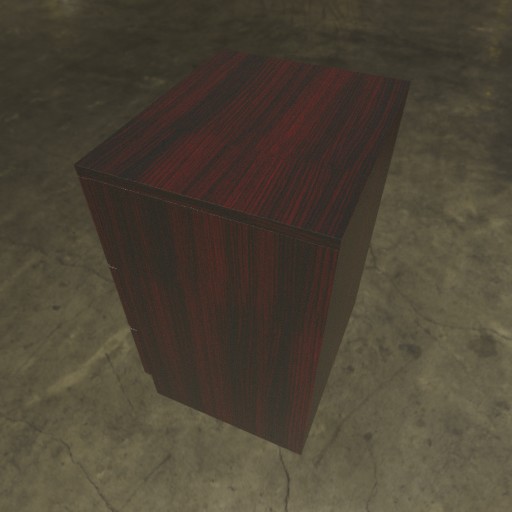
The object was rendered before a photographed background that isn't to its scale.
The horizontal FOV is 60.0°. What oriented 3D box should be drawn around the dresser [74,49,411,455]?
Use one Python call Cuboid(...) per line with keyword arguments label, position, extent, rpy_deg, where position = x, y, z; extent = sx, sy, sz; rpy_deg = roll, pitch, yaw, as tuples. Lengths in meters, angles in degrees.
Cuboid(label="dresser", position=(0.000, 0.000, 0.821), extent=(0.360, 0.560, 0.400), rpy_deg=(17, 48, 16))
